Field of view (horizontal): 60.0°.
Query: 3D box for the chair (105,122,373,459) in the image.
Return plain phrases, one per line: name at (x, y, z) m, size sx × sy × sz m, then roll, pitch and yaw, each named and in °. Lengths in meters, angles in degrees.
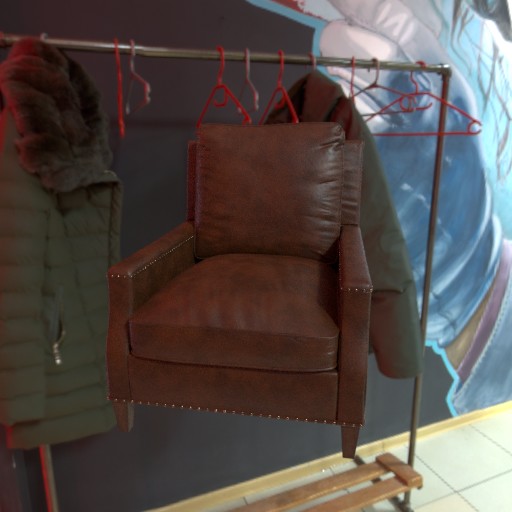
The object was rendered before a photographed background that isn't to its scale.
chair at (0.000, 0.000, 1.782) m, size 0.854 × 1.054 × 1.035 m, roll 3°, pitch 15°, yaw 10°
